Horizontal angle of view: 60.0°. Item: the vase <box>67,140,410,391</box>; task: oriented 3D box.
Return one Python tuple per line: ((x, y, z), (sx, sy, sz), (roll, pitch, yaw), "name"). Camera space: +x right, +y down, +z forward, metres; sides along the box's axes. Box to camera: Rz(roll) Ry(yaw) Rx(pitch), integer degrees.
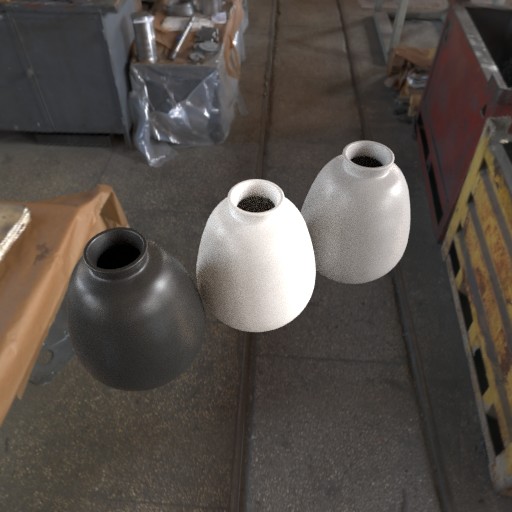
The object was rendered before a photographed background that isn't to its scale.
((0.000, 0.000, 0.351), (0.297, 0.122, 0.097), (-23, 51, -20), "vase")
